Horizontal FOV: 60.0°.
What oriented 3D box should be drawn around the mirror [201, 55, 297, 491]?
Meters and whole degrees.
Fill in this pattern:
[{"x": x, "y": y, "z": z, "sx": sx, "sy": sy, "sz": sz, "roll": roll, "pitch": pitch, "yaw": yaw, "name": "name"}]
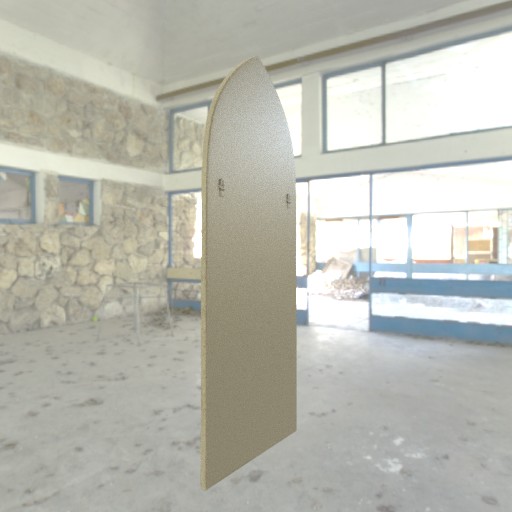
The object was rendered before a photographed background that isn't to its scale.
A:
[{"x": 0.000, "y": 0.000, "z": 1.303, "sx": 0.025, "sy": 1.175, "sz": 0.464, "roll": 0, "pitch": 0, "yaw": 35, "name": "mirror"}]
